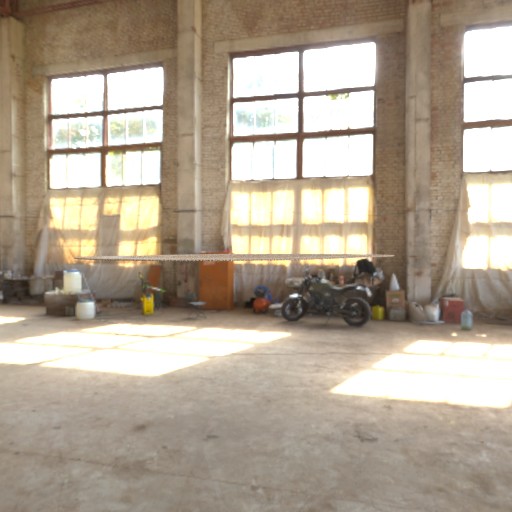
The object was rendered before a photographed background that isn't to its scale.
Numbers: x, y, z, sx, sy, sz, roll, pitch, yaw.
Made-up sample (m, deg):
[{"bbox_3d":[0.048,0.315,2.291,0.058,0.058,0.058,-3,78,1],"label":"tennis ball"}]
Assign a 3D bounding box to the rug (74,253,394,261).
[{"bbox_3d":[0.000,0.000,3.014,1.520,0.006,2.432,1,1,35],"label":"rug"}]
